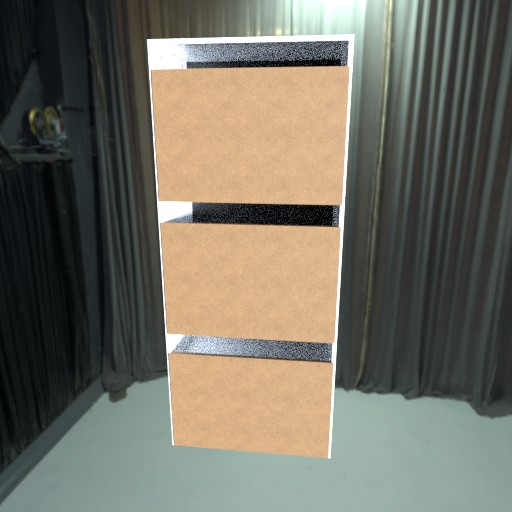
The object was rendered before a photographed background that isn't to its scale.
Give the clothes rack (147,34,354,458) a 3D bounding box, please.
[{"bbox_3d":[0.000,0.000,1.383,0.500,1.187,0.330,2,16,7],"label":"clothes rack"}]
